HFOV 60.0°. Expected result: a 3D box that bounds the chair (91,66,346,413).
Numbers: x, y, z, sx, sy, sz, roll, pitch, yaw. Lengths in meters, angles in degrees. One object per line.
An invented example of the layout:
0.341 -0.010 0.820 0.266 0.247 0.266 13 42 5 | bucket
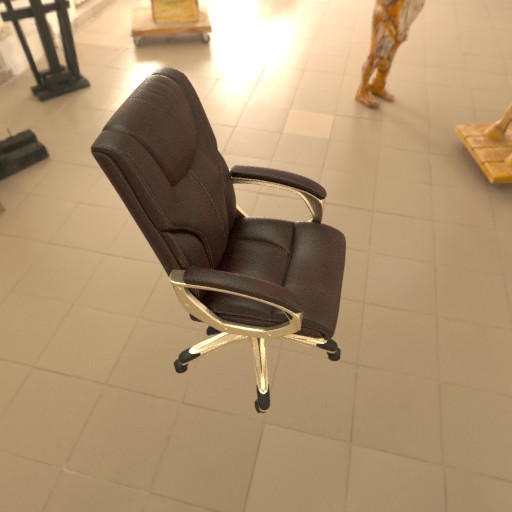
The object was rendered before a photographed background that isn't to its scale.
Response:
0.000 0.000 1.554 0.739 1.107 0.662 10 48 9 | chair
